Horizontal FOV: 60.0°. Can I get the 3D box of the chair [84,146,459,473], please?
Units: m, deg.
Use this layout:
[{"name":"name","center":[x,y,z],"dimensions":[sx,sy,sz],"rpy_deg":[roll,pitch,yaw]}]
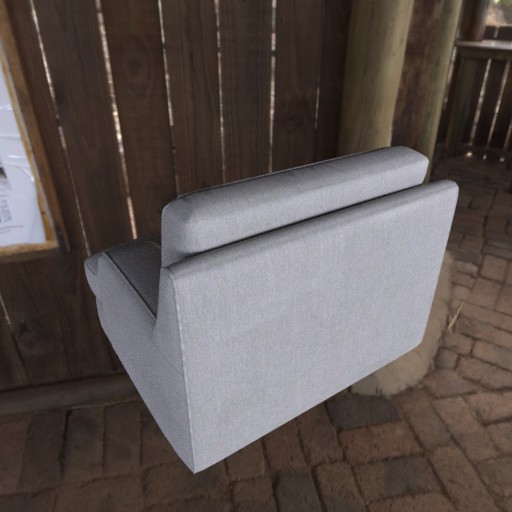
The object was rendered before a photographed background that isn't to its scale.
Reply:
[{"name":"chair","center":[0.000,0.000,1.934],"dimensions":[1.270,0.974,1.043],"rpy_deg":[-19,35,-29]}]
